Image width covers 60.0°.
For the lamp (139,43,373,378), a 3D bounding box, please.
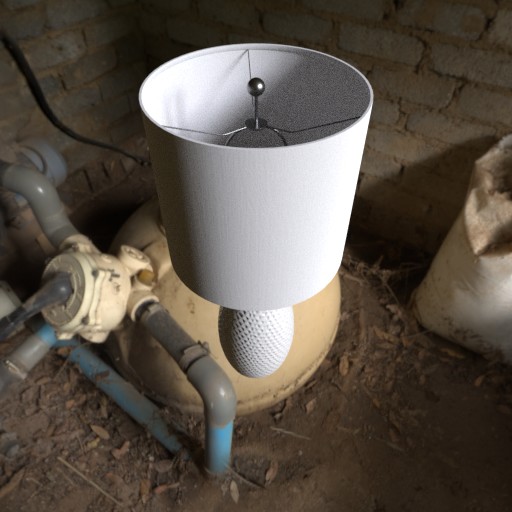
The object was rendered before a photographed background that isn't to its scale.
[{"bbox_3d":[0.000,0.000,0.573,0.214,0.466,0.214,-3,46,-3],"label":"lamp"}]
